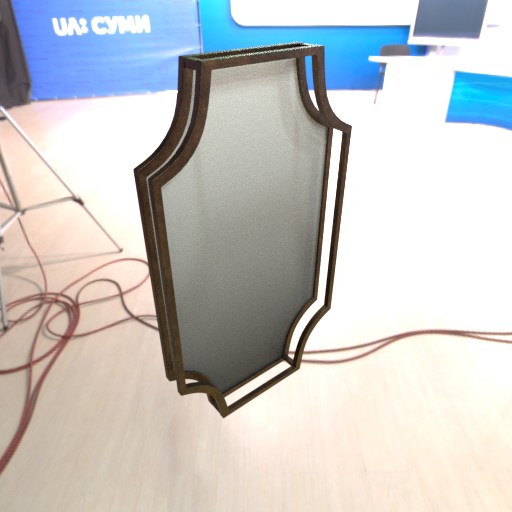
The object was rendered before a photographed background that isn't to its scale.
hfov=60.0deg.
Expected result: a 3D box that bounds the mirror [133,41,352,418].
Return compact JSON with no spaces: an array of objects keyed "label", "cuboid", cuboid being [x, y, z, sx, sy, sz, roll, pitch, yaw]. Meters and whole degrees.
[{"label":"mirror","cuboid":[0.000,0.000,0.954,0.462,0.811,0.066,-24,40,-32]}]
